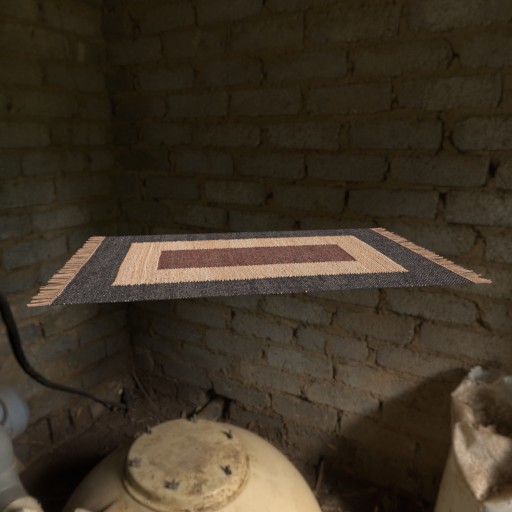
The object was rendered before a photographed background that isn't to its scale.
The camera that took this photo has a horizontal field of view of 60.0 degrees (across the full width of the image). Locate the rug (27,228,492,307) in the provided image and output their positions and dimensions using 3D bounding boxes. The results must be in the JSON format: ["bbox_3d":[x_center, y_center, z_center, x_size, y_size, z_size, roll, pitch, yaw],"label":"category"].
[{"bbox_3d":[0.000,0.000,2.458,2.021,0.027,1.224,-2,15,-8],"label":"rug"}]
